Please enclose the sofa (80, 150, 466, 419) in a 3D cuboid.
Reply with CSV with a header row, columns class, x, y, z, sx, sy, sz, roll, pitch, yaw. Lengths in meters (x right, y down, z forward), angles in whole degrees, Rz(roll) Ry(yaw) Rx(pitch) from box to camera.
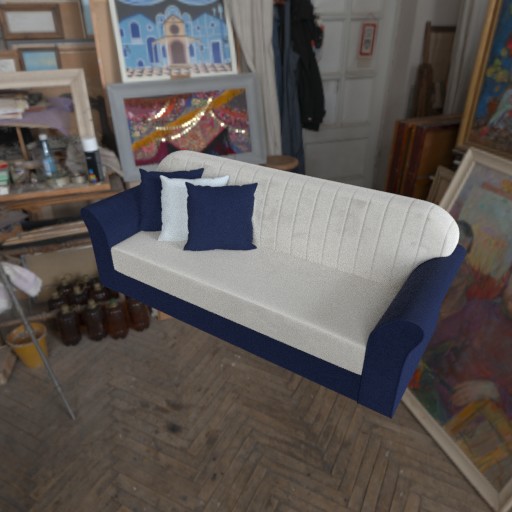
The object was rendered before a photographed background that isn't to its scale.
class,x,y,z,sx,sy,sz,roll,pitch,yaw
sofa,0.000,0.000,2.483,2.006,0.789,0.749,18,35,29
